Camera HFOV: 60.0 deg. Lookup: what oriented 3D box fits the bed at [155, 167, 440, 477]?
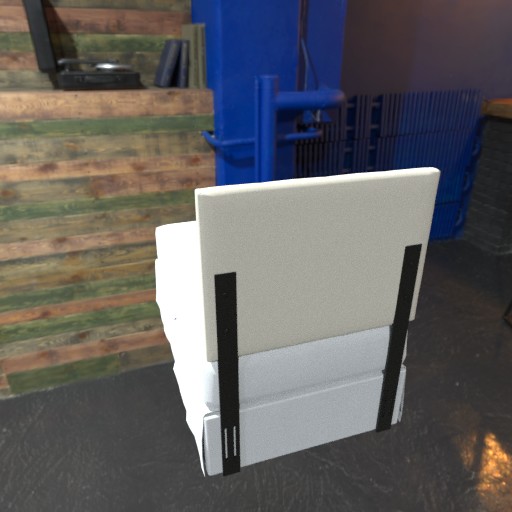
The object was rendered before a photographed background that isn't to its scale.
[{"bbox_3d":[0.000,0.000,3.028,1.261,1.571,1.997,-8,26,-17],"label":"bed"}]
